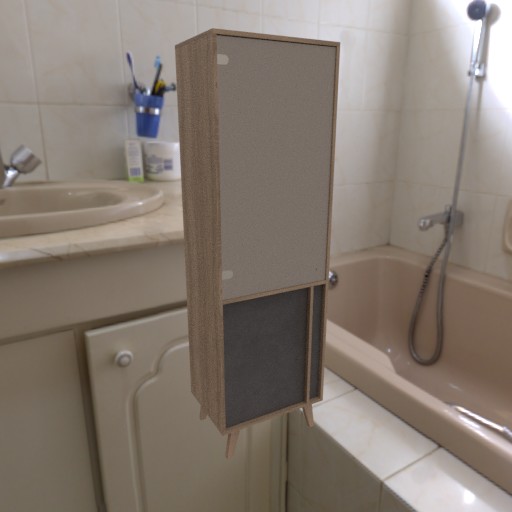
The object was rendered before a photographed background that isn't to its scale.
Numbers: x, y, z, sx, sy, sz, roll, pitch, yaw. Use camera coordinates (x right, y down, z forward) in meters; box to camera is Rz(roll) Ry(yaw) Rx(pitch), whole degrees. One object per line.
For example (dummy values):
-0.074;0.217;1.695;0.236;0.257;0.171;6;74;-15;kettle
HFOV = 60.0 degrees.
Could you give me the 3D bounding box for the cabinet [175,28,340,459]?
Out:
0.000;0.000;2.115;0.570;1.850;0.400;-9;19;-28;cabinet
